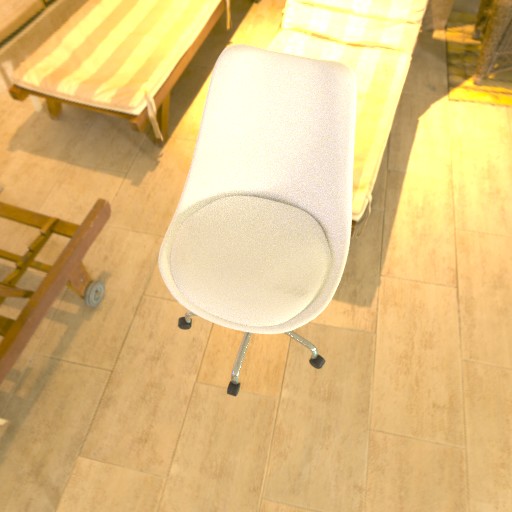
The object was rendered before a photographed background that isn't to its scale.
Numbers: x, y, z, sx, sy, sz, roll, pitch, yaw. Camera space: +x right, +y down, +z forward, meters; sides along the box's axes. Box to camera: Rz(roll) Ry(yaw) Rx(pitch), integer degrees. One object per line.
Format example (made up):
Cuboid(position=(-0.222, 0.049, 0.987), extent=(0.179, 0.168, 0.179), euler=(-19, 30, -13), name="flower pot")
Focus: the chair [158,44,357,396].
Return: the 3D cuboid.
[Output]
Cuboid(position=(0.000, 0.000, 1.253), extent=(0.550, 0.930, 0.550), euler=(15, 58, 10), name="chair")
